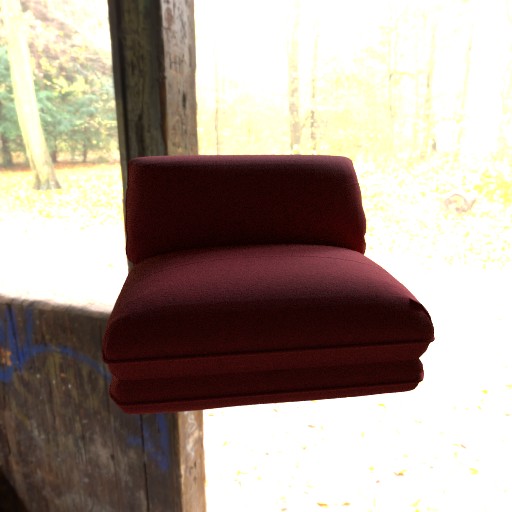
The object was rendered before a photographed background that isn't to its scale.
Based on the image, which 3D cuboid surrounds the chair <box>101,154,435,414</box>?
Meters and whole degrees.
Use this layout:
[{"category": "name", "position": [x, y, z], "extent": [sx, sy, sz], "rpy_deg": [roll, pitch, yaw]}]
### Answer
[{"category": "chair", "position": [0.000, 0.000, 1.357], "extent": [0.820, 0.580, 0.780], "rpy_deg": [-2, 16, -8]}]
